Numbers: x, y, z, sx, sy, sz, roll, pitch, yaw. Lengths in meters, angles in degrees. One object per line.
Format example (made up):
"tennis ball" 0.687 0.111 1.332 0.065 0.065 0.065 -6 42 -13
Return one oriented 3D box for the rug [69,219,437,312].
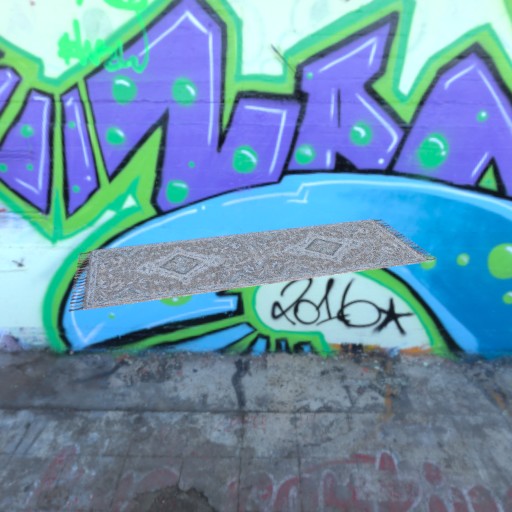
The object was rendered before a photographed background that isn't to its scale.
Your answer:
"rug" 0.000 0.000 2.946 2.378 0.018 1.324 0 27 0
